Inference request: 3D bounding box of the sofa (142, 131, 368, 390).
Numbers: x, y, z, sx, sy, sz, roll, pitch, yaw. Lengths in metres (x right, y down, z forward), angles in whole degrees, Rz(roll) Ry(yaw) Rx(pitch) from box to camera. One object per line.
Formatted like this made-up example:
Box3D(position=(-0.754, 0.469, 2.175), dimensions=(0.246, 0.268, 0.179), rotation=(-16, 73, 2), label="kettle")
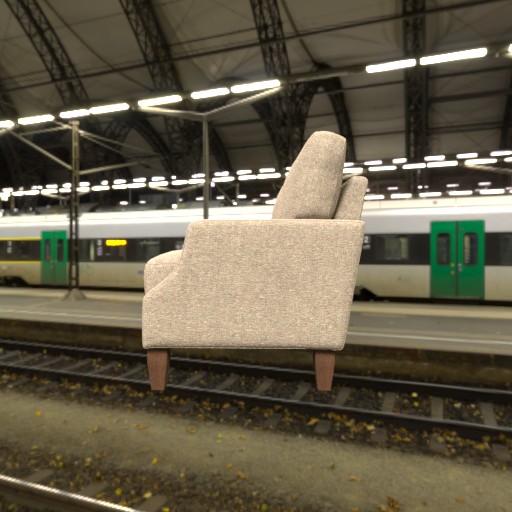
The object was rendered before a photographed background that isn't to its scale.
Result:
Box3D(position=(0.000, 0.000, 2.664), dimensions=(0.888, 0.984, 2.115), rotation=(0, 0, 0), label="sofa")
